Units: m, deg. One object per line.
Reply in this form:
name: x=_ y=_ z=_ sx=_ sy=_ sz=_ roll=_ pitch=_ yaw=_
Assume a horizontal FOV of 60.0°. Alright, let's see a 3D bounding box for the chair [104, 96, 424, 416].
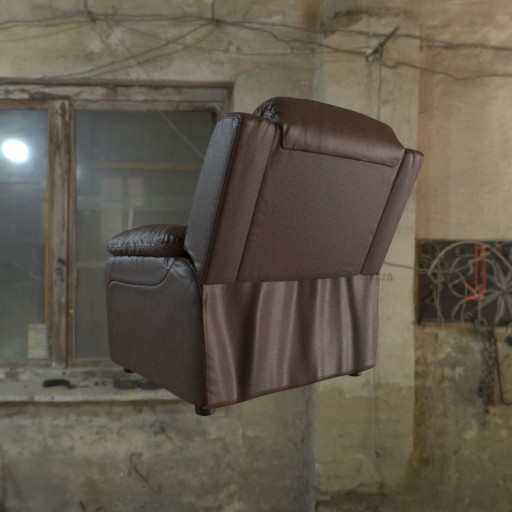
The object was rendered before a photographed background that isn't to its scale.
chair: x=0.000 y=0.000 z=1.263 sx=0.680 sy=0.702 sz=0.707 roll=-1 pitch=2 yaw=-37
